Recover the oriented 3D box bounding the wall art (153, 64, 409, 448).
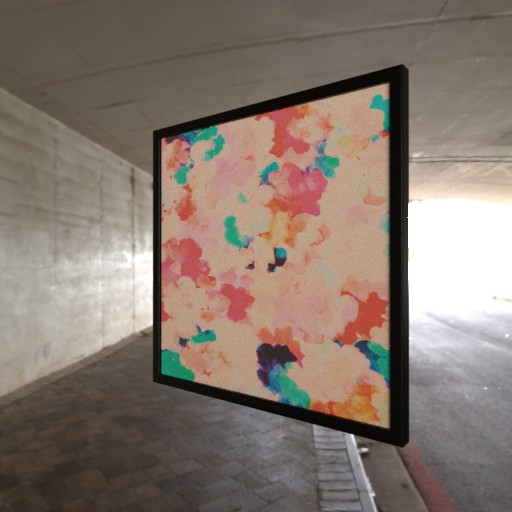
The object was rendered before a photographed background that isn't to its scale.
[{"bbox_3d":[0.000,0.000,1.116,0.756,0.755,0.036,0,0,38],"label":"wall art"}]
